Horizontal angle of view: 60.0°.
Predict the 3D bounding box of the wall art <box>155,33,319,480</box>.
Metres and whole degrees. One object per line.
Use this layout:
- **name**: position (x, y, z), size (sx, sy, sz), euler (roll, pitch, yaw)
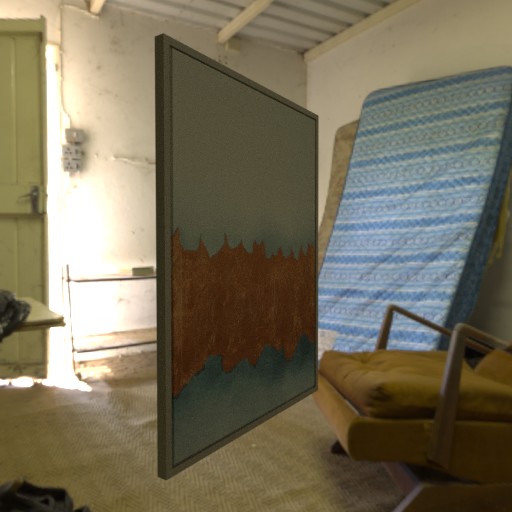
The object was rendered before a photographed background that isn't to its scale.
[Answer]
- **wall art**: position (0.000, 0.000, 1.365), size (0.034, 1.042, 0.789), euler (1, 2, 34)
